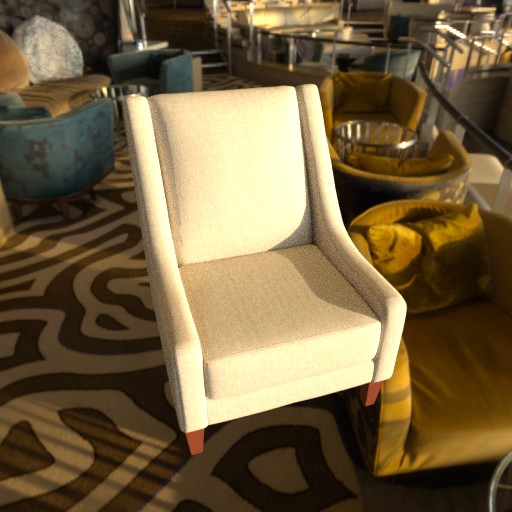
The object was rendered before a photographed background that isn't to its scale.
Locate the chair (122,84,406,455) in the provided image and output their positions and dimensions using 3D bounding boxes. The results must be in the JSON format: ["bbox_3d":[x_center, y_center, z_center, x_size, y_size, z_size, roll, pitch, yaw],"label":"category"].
[{"bbox_3d":[0.000,0.000,1.626,0.774,1.014,0.870,-10,34,-15],"label":"chair"}]
